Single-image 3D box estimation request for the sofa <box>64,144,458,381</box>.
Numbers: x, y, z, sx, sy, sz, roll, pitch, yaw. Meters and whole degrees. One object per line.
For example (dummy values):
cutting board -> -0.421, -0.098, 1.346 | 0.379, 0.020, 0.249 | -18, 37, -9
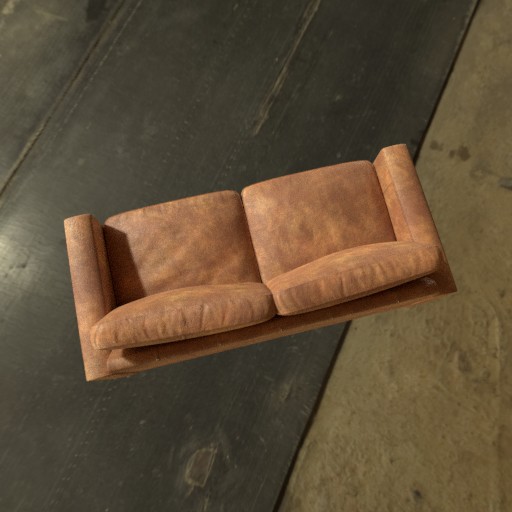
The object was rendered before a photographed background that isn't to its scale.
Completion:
sofa -> 0.000, 0.000, 2.742 | 2.179, 0.873, 1.016 | -13, 77, -3
